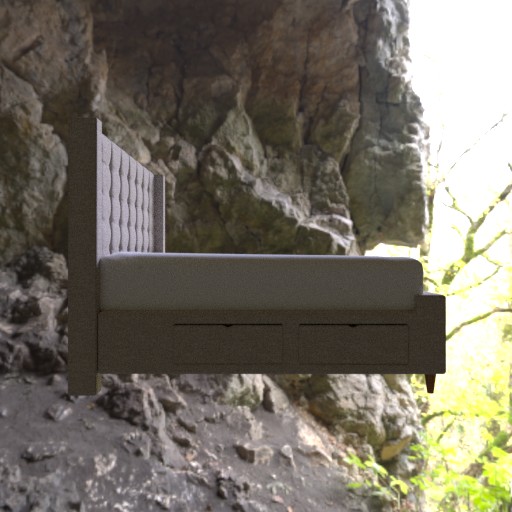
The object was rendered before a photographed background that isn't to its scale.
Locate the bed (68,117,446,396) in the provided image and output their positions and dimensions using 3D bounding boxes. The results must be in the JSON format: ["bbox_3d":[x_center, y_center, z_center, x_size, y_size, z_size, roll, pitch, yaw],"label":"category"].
[{"bbox_3d":[0.000,0.000,3.770,2.372,1.748,2.044,0,0,0],"label":"bed"}]
